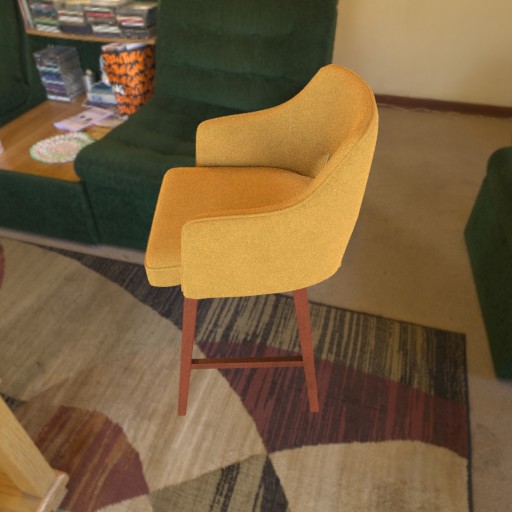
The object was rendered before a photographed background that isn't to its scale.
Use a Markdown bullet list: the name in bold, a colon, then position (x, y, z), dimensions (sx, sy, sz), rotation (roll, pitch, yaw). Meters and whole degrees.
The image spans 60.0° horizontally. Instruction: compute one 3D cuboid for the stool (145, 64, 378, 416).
- **stool**: position (0.000, 0.000, 1.345), dimensions (0.558, 1.012, 0.548), rotation (-1, 42, -1)
